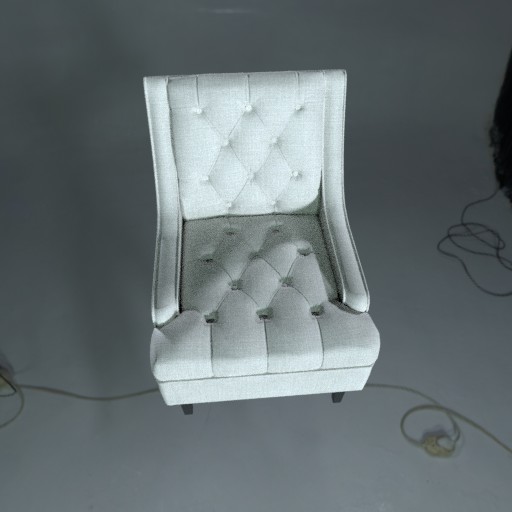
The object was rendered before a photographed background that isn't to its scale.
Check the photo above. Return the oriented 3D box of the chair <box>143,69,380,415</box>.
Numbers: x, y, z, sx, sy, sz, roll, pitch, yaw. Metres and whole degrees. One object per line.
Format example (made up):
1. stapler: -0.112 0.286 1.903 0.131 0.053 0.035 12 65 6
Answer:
1. chair: 0.000 0.000 1.441 0.658 0.891 0.772 -3 47 -3
